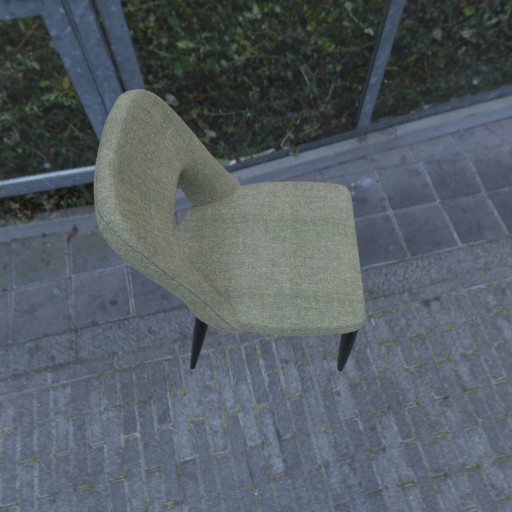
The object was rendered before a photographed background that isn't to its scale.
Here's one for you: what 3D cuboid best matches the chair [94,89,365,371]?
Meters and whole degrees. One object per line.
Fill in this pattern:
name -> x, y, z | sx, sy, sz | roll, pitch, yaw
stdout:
chair -> 0.000, 0.000, 1.256 | 0.612, 0.931, 0.470 | 0, 62, 0
